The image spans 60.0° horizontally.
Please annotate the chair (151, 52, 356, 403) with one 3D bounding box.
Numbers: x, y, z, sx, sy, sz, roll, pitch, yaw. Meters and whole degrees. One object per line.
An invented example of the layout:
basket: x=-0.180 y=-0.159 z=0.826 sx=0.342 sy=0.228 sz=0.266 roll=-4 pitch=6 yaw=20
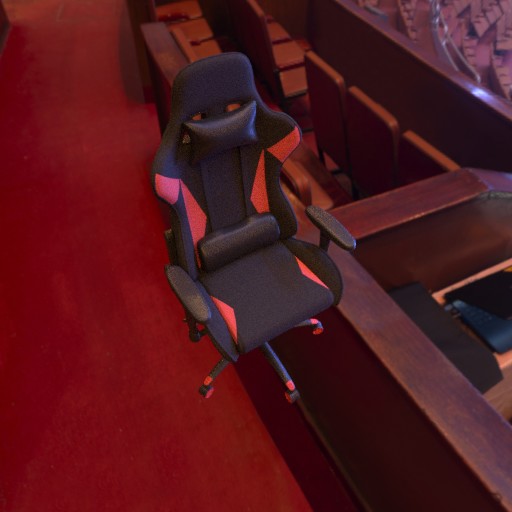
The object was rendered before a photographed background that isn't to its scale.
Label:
chair: x=0.000 y=0.000 z=1.688 sx=0.695 sy=1.326 sz=0.658 roll=-25 pitch=51 yaw=-22
